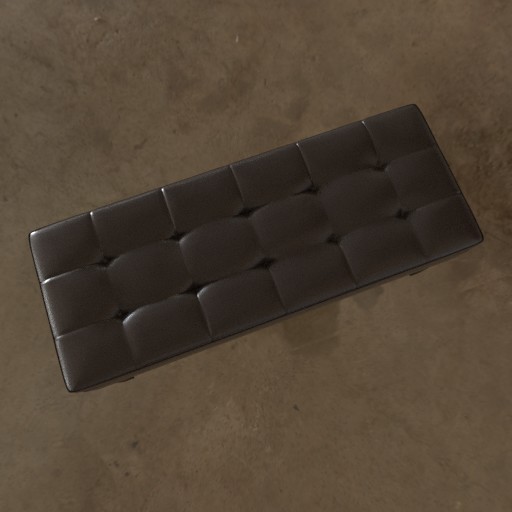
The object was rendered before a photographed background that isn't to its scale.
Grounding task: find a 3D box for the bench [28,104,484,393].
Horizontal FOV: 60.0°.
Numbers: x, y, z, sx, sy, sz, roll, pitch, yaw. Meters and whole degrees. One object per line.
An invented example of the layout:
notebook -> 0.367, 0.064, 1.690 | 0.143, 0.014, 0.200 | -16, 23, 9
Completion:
bench -> 0.000, 0.000, 1.333 | 1.105, 0.460, 0.432 | -20, 77, -5
